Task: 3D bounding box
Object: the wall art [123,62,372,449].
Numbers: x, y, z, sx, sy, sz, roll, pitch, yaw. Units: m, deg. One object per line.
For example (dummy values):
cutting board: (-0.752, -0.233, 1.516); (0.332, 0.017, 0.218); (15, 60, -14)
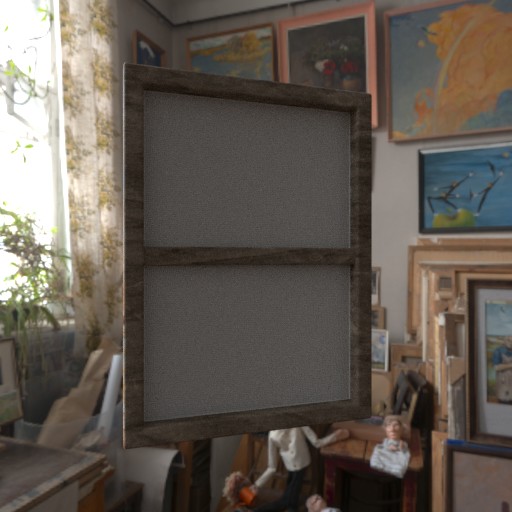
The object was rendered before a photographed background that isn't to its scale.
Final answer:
wall art: (0.000, 0.000, 0.773); (0.443, 0.605, 0.035); (0, 0, -18)
